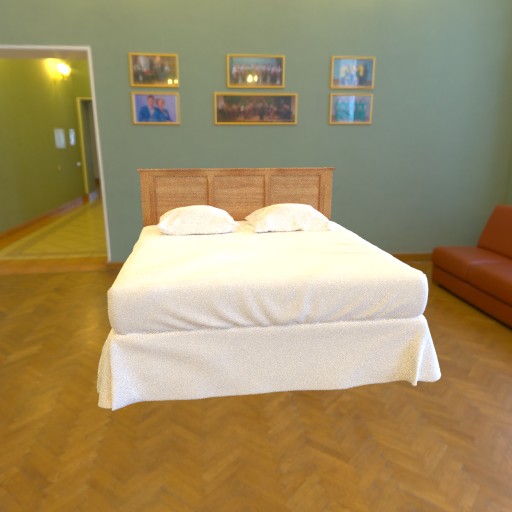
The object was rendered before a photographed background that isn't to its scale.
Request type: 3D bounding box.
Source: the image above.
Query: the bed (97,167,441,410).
[{"bbox_3d":[0.000,0.000,3.613,2.317,1.270,2.215,-2,15,-8],"label":"bed"}]
